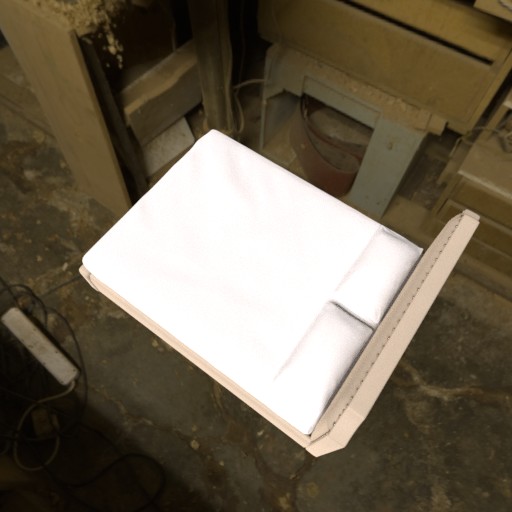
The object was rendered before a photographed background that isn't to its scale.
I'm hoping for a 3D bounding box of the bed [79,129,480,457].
[{"bbox_3d":[0.000,0.000,3.352,2.329,1.415,1.703,33,68,15],"label":"bed"}]
